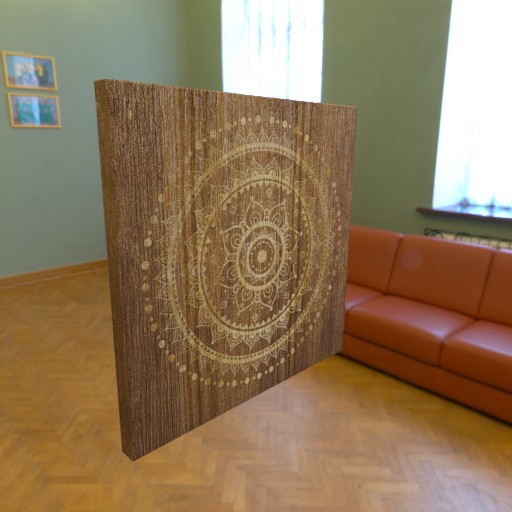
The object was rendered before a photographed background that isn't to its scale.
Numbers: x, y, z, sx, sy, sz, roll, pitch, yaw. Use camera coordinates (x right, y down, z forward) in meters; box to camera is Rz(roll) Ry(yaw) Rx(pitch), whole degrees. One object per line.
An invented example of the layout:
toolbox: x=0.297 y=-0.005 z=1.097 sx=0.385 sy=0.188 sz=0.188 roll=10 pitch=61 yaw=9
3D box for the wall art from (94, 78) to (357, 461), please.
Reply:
wall art: x=0.000 y=0.000 z=0.888 sx=0.611 sy=0.608 sz=0.042 roll=-14 pitch=20 yaw=-43
